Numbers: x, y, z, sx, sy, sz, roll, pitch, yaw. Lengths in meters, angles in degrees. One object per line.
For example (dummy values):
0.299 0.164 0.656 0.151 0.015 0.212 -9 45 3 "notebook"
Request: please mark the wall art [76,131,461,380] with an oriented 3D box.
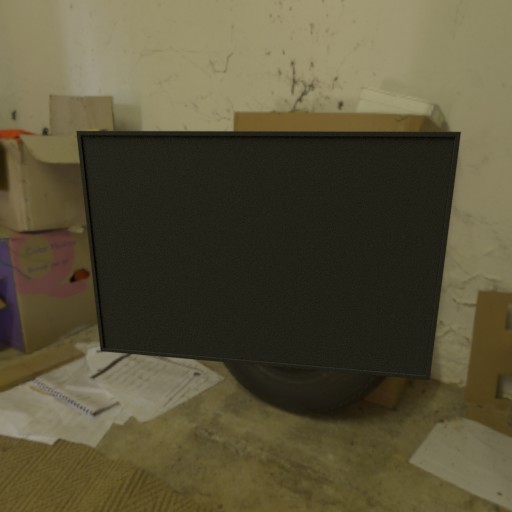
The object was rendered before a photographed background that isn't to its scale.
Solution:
0.000 0.000 1.485 1.190 0.805 0.028 3 17 9 "wall art"
